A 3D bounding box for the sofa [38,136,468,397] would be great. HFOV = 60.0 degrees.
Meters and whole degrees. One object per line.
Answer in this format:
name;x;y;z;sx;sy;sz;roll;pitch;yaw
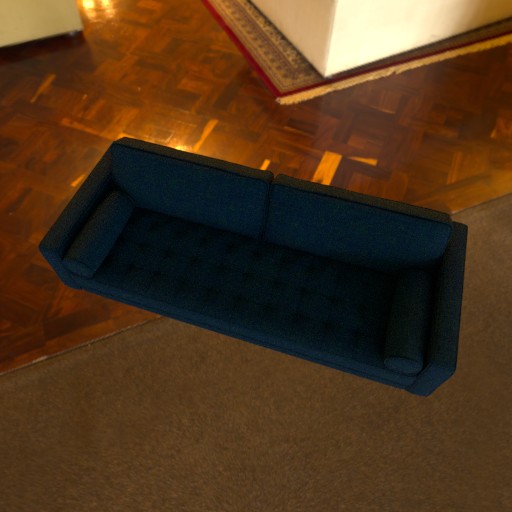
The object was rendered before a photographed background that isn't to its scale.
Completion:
sofa;0.000;0.000;2.577;2.210;0.762;0.914;15;58;10
